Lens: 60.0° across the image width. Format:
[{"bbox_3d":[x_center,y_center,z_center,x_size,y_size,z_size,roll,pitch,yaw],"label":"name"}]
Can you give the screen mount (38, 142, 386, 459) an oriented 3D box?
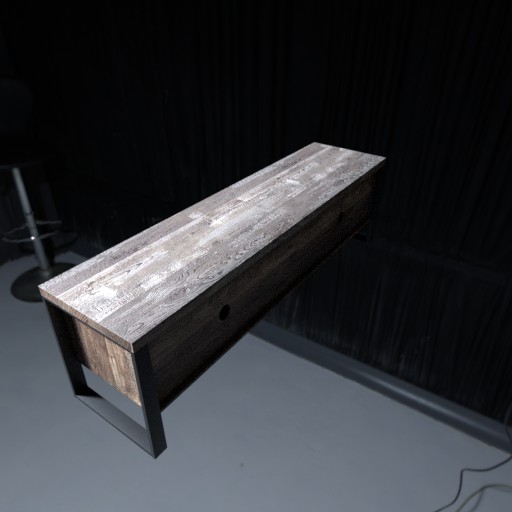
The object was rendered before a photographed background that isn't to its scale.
[{"bbox_3d":[0.000,0.000,1.766,0.395,0.450,1.524,21,38,30],"label":"screen mount"}]
